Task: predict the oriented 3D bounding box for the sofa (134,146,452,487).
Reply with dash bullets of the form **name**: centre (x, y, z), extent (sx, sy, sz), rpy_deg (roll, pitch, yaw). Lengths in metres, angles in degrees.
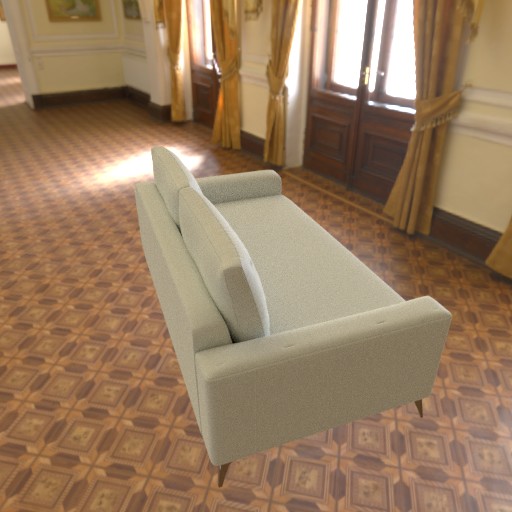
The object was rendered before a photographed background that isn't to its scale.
- **sofa**: centre (0.000, 0.000, 2.123), extent (0.920, 0.790, 1.650), rpy_deg (-10, 31, -18)
